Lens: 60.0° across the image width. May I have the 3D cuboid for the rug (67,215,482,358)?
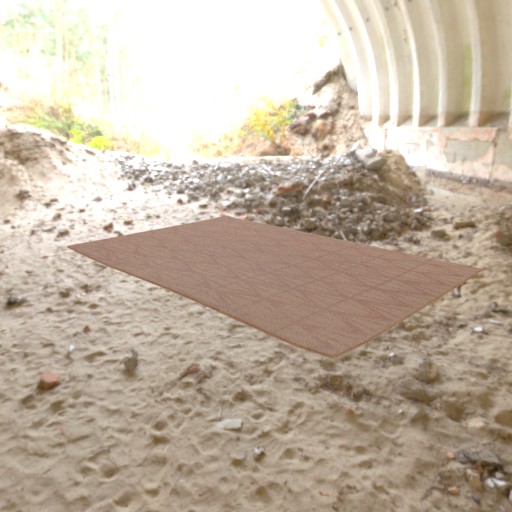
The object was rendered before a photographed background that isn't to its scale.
[{"bbox_3d":[0.000,0.000,2.311,1.837,0.025,1.230,16,22,42],"label":"rug"}]
